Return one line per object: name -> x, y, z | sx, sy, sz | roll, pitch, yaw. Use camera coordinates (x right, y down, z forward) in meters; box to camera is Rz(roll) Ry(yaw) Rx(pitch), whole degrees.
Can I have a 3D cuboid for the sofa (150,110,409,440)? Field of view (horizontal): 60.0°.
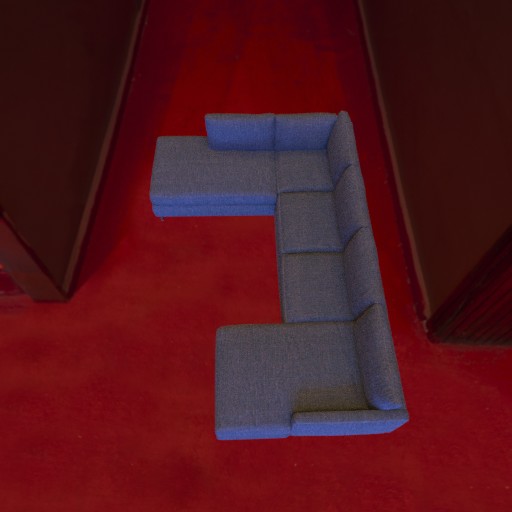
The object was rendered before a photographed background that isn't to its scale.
sofa -> 0.000, 0.000, 3.615 | 1.879, 0.753, 2.737 | -1, 59, -1
